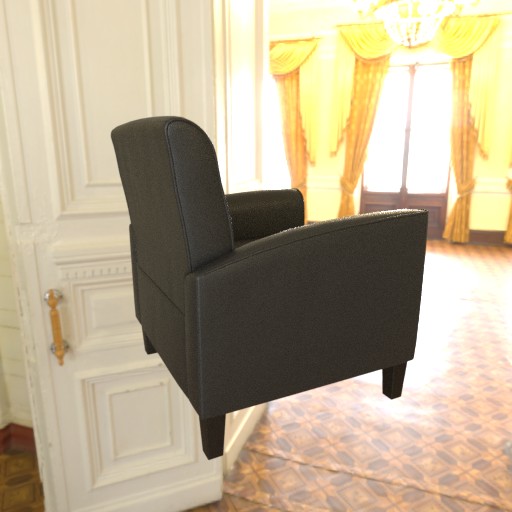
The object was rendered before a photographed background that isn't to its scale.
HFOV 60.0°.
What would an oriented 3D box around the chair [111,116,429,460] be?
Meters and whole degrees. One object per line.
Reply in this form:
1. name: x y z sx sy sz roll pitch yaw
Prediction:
1. chair: 0.000 0.000 1.577 0.819 0.916 0.820 -7 16 -26
